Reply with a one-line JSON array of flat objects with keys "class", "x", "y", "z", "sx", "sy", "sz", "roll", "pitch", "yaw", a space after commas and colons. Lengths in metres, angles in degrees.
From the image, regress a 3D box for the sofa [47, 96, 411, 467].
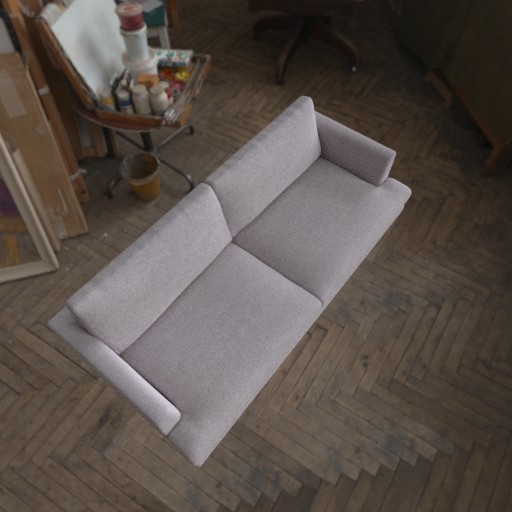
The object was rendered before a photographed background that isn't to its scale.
[{"class": "sofa", "x": 0.000, "y": 0.000, "z": 2.777, "sx": 1.020, "sy": 0.868, "sz": 2.250, "roll": 34, "pitch": 64, "yaw": 20}]
